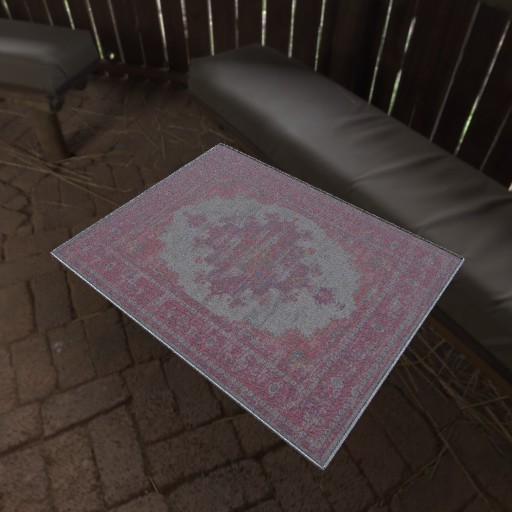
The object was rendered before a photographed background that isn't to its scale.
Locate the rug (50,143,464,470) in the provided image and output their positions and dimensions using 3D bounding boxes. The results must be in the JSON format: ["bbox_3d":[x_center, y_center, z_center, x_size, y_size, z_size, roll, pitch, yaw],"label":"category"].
[{"bbox_3d":[0.000,0.000,4.224,3.123,0.017,2.447,31,54,25],"label":"rug"}]
